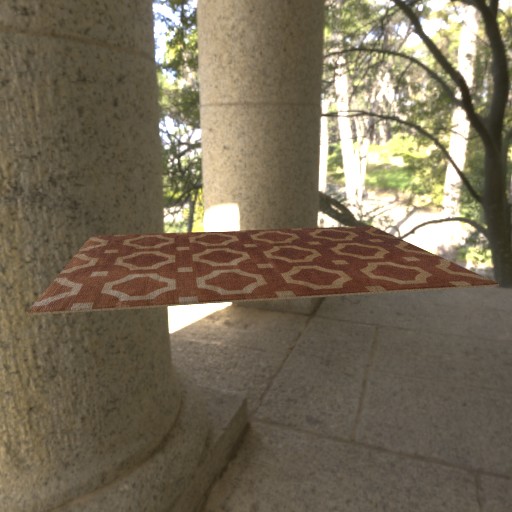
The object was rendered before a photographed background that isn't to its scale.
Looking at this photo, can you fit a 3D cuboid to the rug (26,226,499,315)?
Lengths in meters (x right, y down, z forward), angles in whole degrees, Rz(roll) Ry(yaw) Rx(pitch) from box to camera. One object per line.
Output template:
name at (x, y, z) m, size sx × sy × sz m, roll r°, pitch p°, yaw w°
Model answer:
rug at (0.000, 0.000, 2.837) m, size 2.286 × 0.016 × 1.555 m, roll -3°, pitch 15°, yaw -10°
